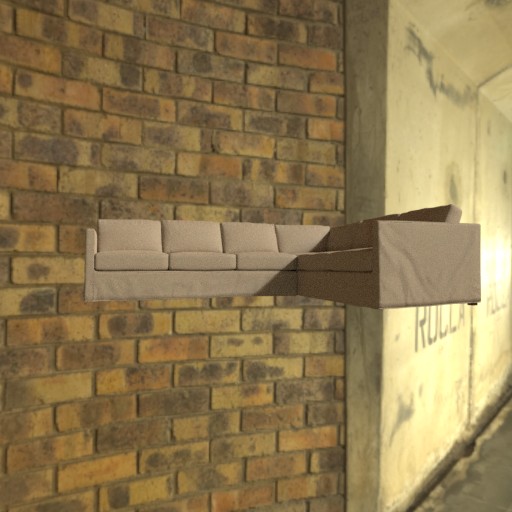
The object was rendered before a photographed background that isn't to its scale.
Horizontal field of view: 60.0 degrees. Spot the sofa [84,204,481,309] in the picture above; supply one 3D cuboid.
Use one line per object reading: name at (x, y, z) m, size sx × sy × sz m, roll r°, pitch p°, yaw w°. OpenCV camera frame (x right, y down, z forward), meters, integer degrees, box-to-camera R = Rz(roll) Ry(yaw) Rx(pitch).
sofa at (0.000, 0.000, 4.348) m, size 3.182 × 0.871 × 2.432 m, roll 0°, pitch -1°, yaw -18°
